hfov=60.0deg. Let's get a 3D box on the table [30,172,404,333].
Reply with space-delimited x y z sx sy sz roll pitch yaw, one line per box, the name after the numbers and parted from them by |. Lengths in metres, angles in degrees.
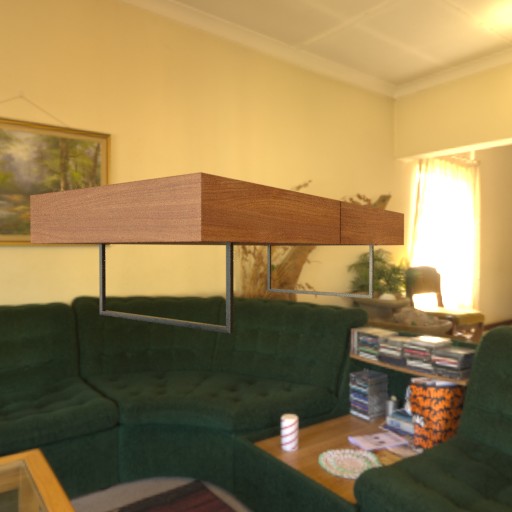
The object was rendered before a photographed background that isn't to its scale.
0.000 0.000 1.479 0.610 0.330 1.194 1 1 36 | table
